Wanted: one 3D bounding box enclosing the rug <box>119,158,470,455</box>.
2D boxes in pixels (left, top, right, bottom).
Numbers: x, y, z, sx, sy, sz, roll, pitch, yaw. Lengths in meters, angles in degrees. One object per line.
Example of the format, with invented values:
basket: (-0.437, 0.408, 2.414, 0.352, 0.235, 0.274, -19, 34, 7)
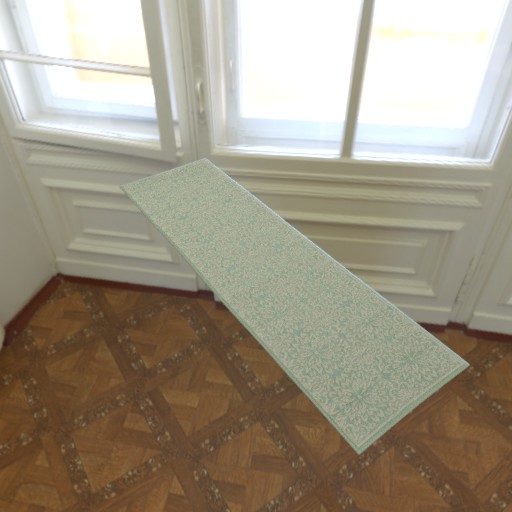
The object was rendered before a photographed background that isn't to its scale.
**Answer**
rug: (0.000, 0.000, 2.405, 0.662, 0.011, 2.196, -25, 47, -26)
